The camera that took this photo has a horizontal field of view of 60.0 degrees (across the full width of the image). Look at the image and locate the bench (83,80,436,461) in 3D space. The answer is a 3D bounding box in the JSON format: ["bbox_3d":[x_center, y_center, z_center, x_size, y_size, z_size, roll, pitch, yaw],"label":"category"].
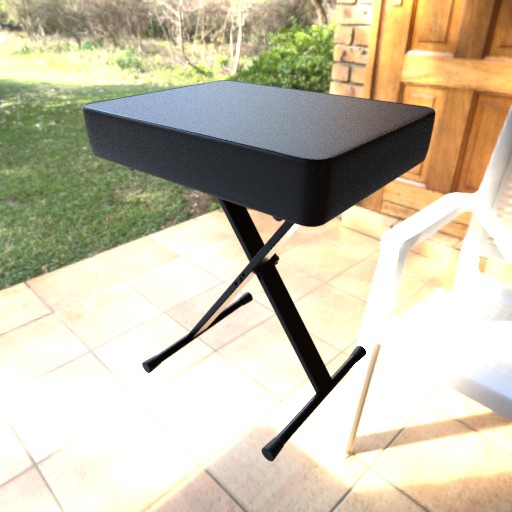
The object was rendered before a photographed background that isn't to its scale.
[{"bbox_3d":[0.000,0.000,0.768,0.424,0.500,0.321,22,37,33],"label":"bench"}]
